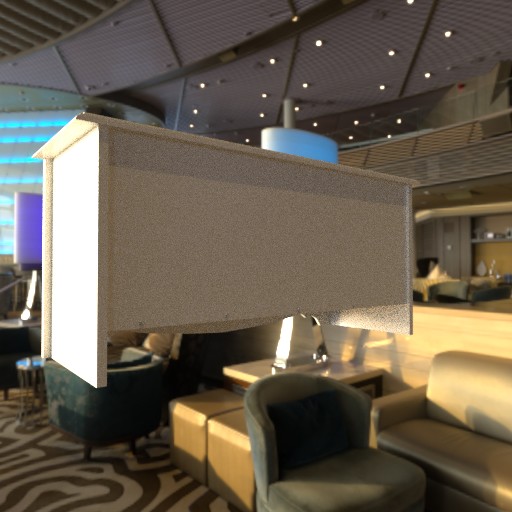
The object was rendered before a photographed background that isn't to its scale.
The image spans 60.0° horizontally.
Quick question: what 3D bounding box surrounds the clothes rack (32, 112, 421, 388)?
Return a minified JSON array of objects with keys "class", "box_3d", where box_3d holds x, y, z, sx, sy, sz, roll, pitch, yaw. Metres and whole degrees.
[{"class":"clothes rack","box_3d":[0.000,0.000,1.405,1.218,0.558,0.405,1,-1,-38]}]
